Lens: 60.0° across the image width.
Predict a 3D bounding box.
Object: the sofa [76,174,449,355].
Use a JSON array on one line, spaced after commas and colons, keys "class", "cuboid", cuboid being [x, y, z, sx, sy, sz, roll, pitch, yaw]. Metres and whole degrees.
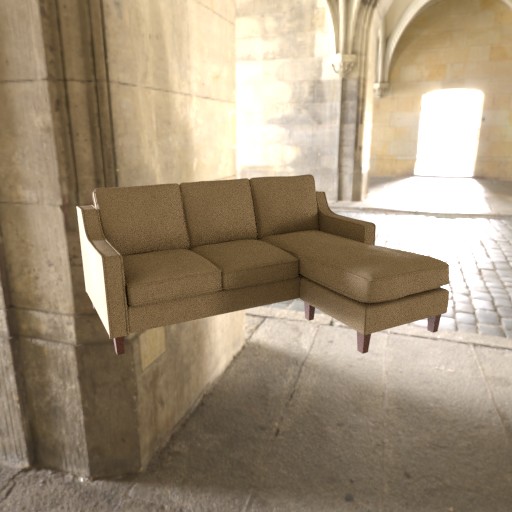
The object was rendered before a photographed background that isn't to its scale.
[{"class": "sofa", "cuboid": [0.000, 0.000, 3.436, 2.317, 1.066, 1.858, -8, 17, -27]}]
